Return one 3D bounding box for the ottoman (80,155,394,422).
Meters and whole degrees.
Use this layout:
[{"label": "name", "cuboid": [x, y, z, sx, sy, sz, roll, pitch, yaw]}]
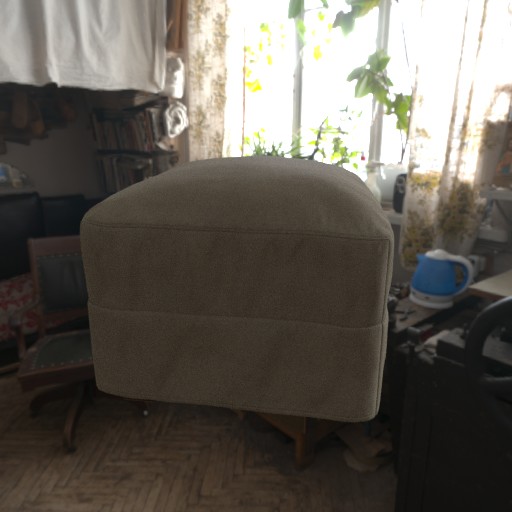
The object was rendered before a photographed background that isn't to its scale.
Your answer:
[{"label": "ottoman", "cuboid": [0.000, 0.000, 1.097, 0.584, 0.480, 0.712, 2, 16, 8]}]
